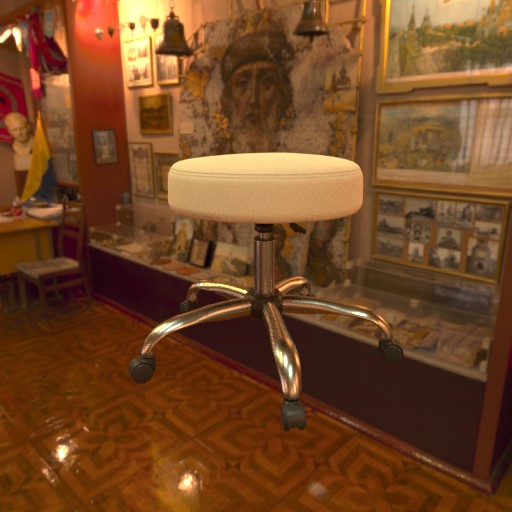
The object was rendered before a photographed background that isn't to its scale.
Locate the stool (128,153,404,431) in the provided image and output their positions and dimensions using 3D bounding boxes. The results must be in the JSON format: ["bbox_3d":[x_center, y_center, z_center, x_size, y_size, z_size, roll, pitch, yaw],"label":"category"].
[{"bbox_3d":[0.000,0.000,1.064,0.634,0.482,0.614,-15,21,-43],"label":"stool"}]
